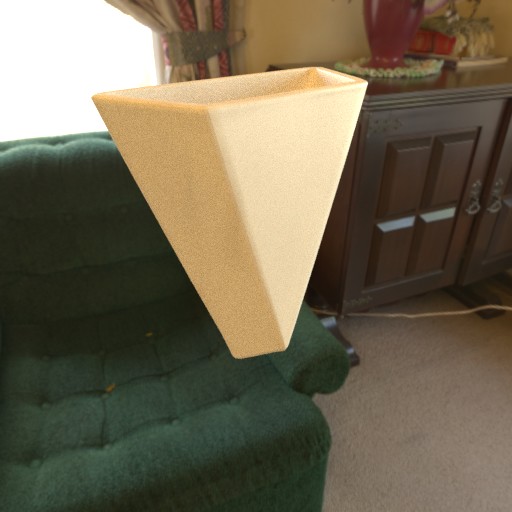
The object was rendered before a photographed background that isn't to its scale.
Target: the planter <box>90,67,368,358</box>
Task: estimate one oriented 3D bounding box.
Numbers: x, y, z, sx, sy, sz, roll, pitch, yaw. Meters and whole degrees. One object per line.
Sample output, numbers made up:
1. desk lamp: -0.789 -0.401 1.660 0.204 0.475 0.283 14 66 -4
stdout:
1. planter: 0.000 0.000 0.270 0.150 0.197 0.060 -23 37 -34
